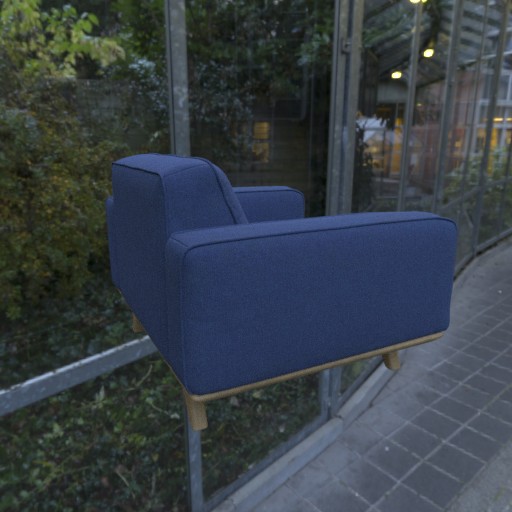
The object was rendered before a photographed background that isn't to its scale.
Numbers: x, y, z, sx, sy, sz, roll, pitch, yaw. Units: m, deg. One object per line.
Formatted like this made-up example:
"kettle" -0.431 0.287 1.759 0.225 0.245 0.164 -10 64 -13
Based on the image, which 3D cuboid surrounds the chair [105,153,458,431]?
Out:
"chair" 0.000 0.000 1.737 0.953 0.783 1.118 -7 16 -26
